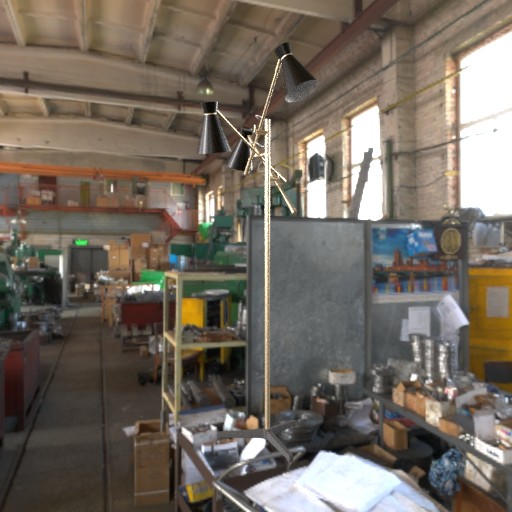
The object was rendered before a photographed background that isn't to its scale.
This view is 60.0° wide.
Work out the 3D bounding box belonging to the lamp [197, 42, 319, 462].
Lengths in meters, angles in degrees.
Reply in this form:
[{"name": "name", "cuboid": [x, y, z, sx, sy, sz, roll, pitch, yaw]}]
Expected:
[{"name": "lamp", "cuboid": [0.000, 0.000, 2.116, 0.750, 1.804, 0.653, 0, 0, 37]}]
